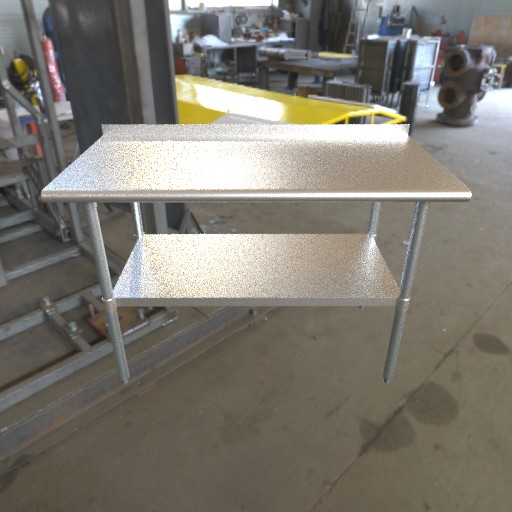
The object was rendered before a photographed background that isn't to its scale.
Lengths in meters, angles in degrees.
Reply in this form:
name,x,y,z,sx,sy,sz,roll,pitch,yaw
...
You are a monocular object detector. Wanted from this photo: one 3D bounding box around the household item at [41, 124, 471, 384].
name,x,y,z,sx,sy,sz,roll,pitch,yaw
household item,0.000,0.000,1.704,1.219,0.851,0.610,0,30,0
